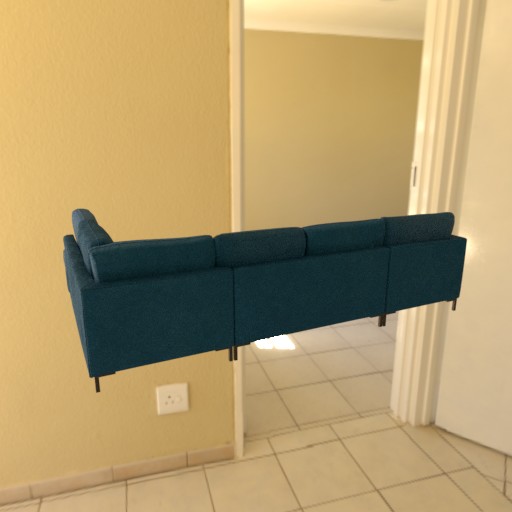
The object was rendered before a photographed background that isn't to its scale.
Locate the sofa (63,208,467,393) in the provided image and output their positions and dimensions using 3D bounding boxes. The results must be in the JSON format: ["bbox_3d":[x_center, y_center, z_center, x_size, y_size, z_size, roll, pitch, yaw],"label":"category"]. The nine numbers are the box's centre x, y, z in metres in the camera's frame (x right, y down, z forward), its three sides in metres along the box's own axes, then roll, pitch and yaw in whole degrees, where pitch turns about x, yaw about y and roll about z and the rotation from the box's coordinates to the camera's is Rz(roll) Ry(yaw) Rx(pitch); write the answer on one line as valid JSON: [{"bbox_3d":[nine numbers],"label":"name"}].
[{"bbox_3d":[0.000,0.000,4.379,3.434,0.992,2.055,-7,17,-25],"label":"sofa"}]
